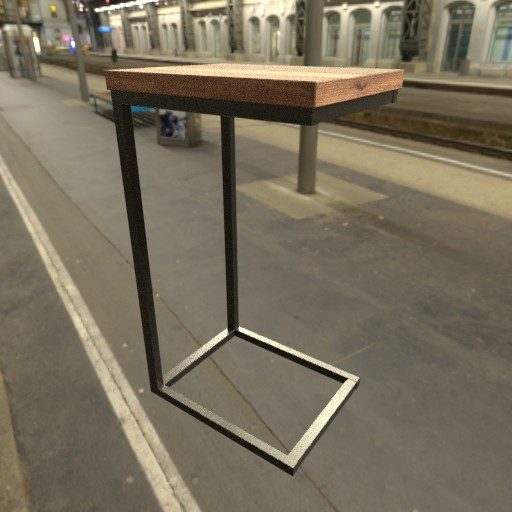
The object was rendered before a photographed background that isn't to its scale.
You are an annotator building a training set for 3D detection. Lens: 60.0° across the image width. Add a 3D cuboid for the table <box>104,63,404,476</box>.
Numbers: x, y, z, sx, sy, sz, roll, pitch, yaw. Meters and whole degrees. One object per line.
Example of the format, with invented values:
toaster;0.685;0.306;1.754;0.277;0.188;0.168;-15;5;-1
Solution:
table;0.000;0.000;0.926;0.414;0.718;0.323;17;31;32
